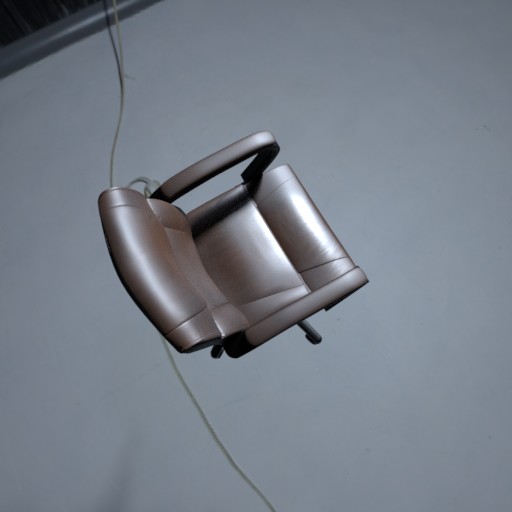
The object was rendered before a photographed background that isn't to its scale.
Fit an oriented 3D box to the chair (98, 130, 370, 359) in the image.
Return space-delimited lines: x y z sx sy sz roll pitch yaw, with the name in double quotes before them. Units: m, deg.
"chair" 0.000 0.000 1.519 0.717 1.004 0.739 -29 78 -7
